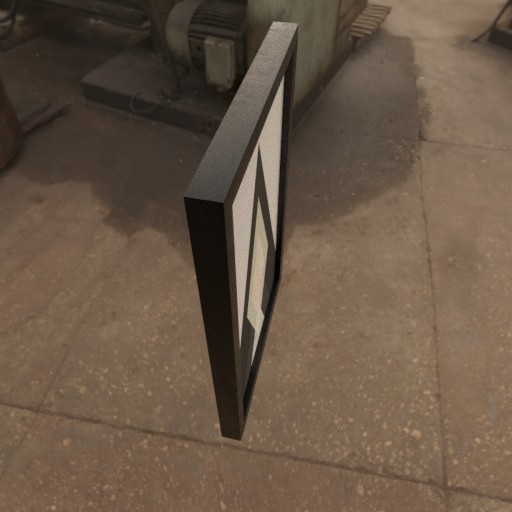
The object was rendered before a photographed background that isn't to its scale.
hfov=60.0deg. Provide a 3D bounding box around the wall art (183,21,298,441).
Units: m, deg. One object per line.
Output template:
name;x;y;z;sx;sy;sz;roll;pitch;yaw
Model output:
wall art;0.000;0.000;0.575;0.031;0.457;0.313;10;49;9
